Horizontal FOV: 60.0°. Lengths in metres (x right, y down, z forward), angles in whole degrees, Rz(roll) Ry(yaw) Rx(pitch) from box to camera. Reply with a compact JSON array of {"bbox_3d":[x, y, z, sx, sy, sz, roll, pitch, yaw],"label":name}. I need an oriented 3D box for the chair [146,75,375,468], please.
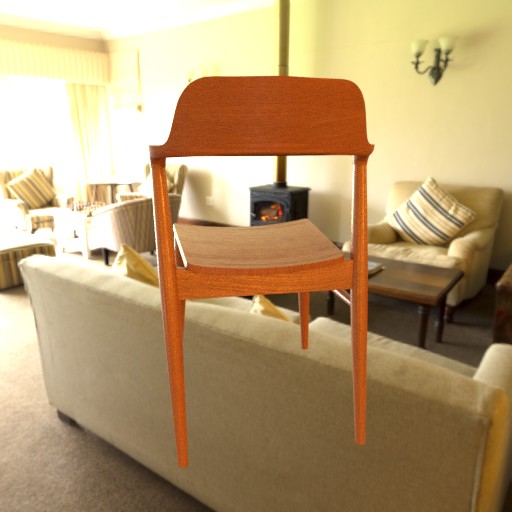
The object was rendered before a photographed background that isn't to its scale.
[{"bbox_3d":[0.000,0.000,1.128,0.496,0.801,0.499,-3,16,-10],"label":"chair"}]
